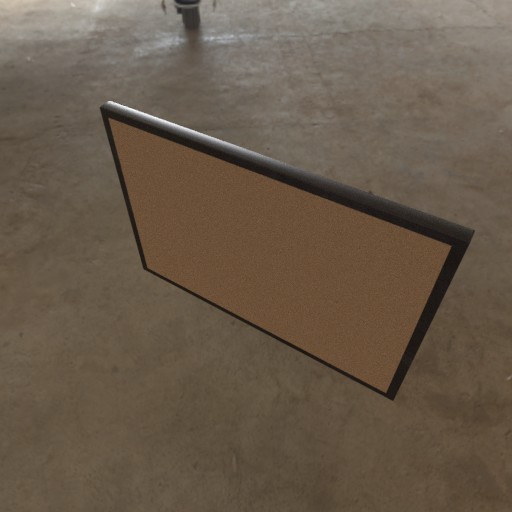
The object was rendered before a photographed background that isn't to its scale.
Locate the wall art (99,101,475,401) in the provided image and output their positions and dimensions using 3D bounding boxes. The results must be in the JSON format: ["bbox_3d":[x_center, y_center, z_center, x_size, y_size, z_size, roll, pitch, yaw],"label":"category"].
[{"bbox_3d":[0.000,0.000,1.175,0.912,0.612,0.038,25,51,22],"label":"wall art"}]
